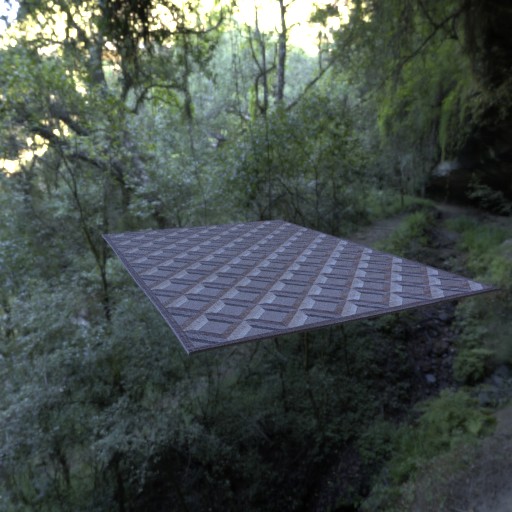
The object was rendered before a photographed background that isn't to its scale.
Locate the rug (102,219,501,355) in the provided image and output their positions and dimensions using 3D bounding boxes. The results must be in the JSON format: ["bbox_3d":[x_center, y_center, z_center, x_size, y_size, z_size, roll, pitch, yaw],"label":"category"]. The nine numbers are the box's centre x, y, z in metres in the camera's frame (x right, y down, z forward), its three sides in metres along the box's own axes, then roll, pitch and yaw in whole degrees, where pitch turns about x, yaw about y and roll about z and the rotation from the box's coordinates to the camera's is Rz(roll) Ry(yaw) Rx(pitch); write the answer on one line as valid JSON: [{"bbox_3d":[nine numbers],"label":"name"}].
[{"bbox_3d":[0.000,0.000,2.829,1.600,0.013,2.260,-7,16,-25],"label":"rug"}]
